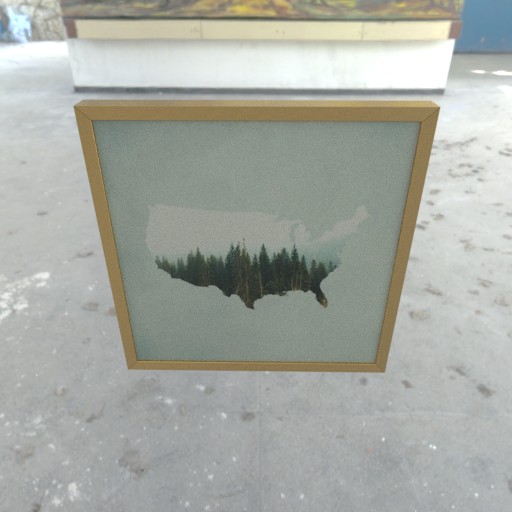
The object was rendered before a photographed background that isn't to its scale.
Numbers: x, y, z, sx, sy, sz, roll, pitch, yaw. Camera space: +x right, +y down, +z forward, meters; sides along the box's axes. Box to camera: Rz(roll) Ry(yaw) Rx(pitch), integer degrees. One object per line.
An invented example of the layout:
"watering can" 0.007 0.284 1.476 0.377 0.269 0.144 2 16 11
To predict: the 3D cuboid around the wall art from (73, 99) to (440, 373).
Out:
"wall art" 0.000 0.000 0.763 0.509 0.509 0.040 0 31 1
